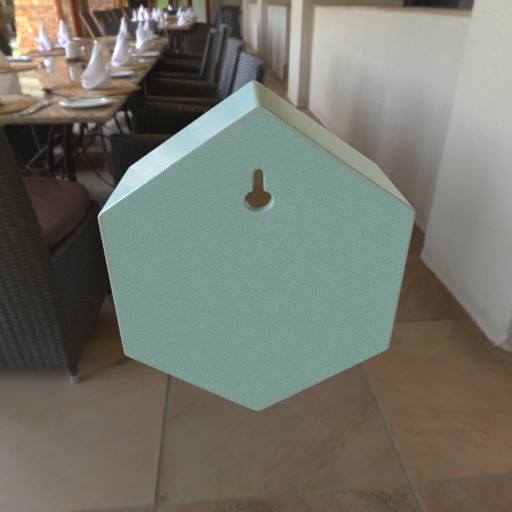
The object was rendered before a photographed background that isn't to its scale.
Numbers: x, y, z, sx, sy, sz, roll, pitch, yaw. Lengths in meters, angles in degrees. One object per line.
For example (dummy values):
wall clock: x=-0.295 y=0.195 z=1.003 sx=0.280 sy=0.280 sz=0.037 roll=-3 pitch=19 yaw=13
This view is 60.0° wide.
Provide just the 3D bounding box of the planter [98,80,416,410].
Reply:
planter: x=0.000 y=0.000 z=0.292 sx=0.169 sy=0.207 sz=0.078 roll=-1 pitch=30 yaw=-2
